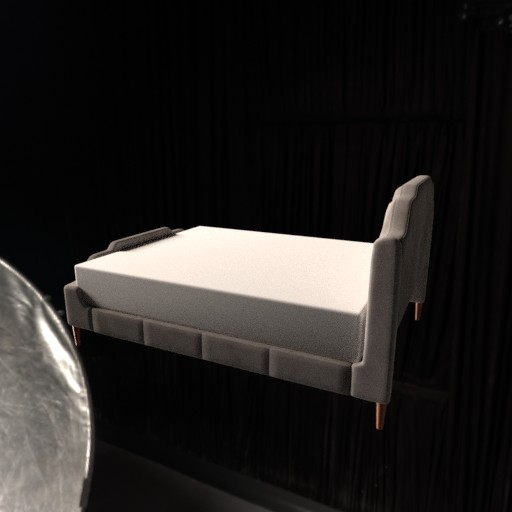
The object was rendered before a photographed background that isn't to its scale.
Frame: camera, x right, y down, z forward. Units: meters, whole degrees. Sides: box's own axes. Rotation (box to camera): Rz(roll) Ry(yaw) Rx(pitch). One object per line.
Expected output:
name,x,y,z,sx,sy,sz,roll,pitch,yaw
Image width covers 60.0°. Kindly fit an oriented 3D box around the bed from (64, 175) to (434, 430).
bed,0.000,0.000,3.378,2.340,1.245,1.676,7,17,25
